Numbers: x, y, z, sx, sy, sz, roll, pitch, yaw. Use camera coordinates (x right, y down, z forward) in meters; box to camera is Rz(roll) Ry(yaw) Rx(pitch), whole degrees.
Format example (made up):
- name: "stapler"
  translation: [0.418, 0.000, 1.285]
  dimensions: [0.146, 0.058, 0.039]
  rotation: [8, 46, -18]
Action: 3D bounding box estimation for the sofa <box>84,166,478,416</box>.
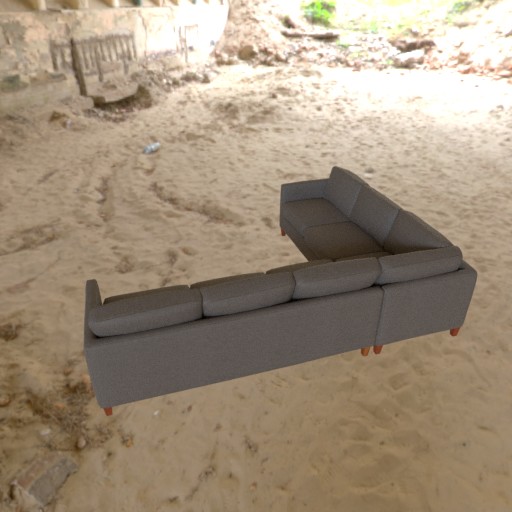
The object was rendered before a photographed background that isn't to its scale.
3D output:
- name: "sofa"
  translation: [0.000, 0.000, 4.594]
  dimensions: [3.302, 0.947, 2.593]
  rotation: [-9, 31, -15]
